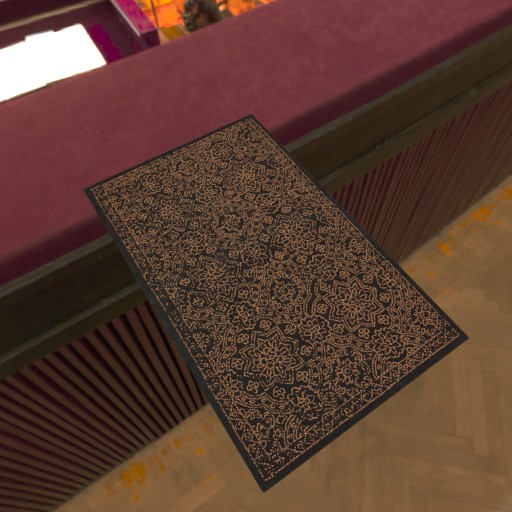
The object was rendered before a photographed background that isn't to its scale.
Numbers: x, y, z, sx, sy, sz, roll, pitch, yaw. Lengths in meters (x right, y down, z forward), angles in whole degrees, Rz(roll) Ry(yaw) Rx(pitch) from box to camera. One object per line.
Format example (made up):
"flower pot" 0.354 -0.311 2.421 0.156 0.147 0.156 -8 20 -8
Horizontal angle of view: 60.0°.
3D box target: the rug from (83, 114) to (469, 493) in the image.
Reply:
"rug" 0.000 0.000 3.038 1.526 0.015 2.441 -29 62 -17
